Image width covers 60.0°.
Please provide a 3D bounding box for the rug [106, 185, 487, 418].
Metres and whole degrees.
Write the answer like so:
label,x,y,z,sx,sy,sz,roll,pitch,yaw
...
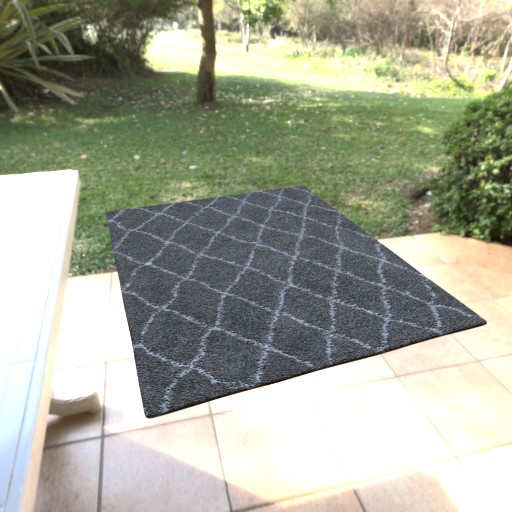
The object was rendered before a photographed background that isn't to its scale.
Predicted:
label,x,y,z,sx,sy,sz,roll,pitch,yaw
rug,0.000,0.000,4.059,2.438,0.029,3.047,-10,31,-18
